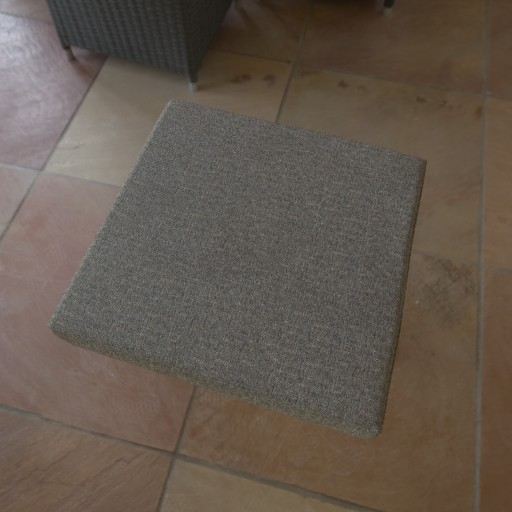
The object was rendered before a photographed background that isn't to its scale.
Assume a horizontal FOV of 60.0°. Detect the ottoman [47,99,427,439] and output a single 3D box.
[{"bbox_3d":[0.000,0.000,1.574,1.016,0.379,0.981,15,64,8],"label":"ottoman"}]
